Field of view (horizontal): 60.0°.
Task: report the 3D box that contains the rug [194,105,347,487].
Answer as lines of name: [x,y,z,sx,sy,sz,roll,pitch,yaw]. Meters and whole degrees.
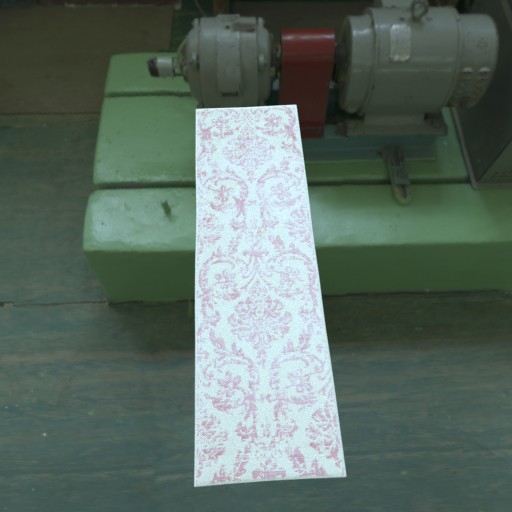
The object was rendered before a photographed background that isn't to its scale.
rug: [0.000,0.000,2.410,0.662,0.011,2.196,-3,63,-2]
